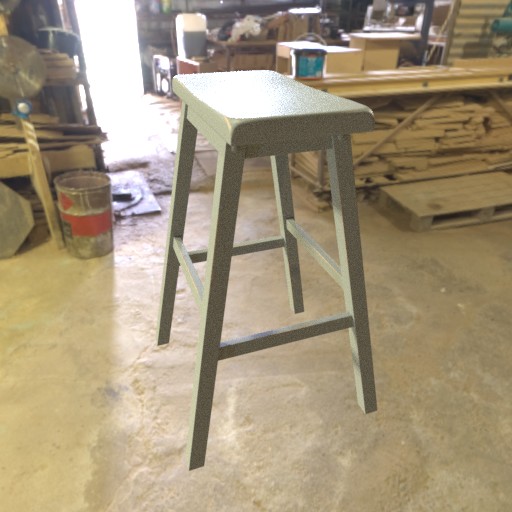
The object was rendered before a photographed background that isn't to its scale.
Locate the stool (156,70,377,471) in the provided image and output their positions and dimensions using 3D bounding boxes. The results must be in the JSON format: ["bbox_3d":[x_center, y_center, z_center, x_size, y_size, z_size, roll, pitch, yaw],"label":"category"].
[{"bbox_3d":[0.000,0.000,1.029,0.476,0.737,0.457,-10,32,-17],"label":"stool"}]
